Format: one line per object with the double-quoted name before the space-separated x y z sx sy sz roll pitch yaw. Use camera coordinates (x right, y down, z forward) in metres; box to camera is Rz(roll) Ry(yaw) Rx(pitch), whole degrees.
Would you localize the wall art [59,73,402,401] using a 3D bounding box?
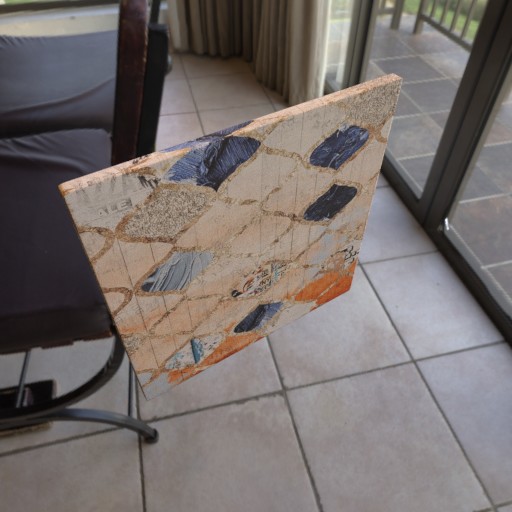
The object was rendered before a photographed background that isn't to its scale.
"wall art" 0.000 0.000 1.367 0.912 0.914 0.039 -25 52 -21
